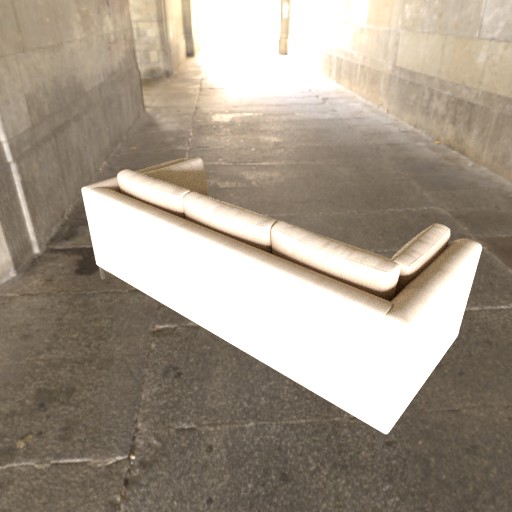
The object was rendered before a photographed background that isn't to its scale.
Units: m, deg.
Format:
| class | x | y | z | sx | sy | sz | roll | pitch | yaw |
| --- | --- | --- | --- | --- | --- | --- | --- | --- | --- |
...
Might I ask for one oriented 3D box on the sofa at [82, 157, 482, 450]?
| class | x | y | z | sx | sy | sz | roll | pitch | yaw |
| --- | --- | --- | --- | --- | --- | --- | --- | --- | --- |
| sofa | 0.000 | 0.000 | 2.899 | 2.415 | 0.867 | 0.969 | 23 | 36 | 35 |
